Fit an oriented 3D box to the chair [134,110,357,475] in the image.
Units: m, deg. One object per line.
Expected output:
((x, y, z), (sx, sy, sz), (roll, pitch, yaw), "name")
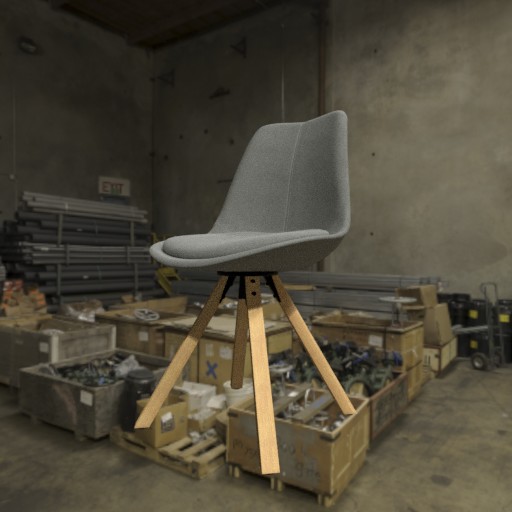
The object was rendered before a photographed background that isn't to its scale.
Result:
((0.000, 0.000, 1.193), (0.474, 0.863, 0.549), (0, 1, 36), "chair")
